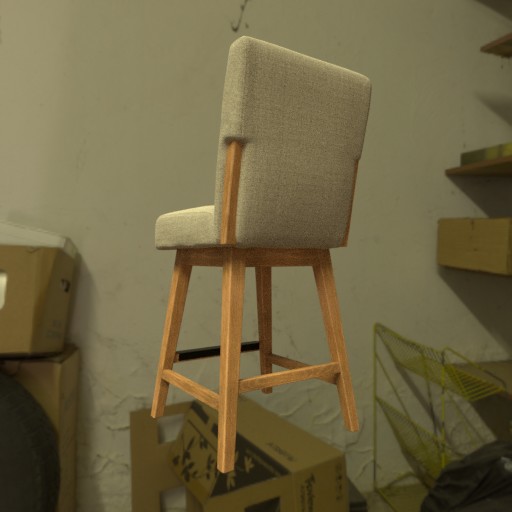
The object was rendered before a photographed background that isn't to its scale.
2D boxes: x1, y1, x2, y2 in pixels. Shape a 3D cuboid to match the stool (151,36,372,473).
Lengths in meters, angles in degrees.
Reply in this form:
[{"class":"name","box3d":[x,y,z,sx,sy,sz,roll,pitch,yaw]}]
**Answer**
[{"class":"stool","box3d":[0.000,0.000,1.320,0.459,1.010,0.526,0,0,-35]}]
